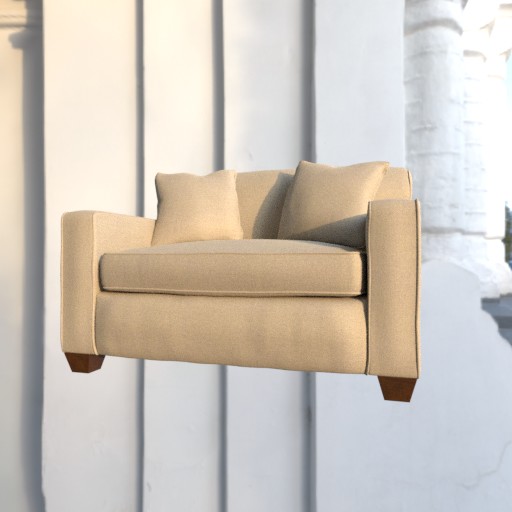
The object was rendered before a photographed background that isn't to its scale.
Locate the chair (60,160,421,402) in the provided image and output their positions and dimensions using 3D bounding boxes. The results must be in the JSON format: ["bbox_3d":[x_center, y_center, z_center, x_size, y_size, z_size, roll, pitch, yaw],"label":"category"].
[{"bbox_3d":[0.000,0.000,2.024,1.383,0.948,1.000,0,0,17],"label":"chair"}]
